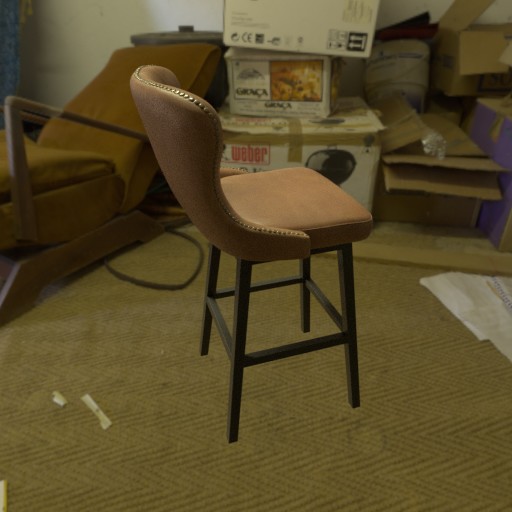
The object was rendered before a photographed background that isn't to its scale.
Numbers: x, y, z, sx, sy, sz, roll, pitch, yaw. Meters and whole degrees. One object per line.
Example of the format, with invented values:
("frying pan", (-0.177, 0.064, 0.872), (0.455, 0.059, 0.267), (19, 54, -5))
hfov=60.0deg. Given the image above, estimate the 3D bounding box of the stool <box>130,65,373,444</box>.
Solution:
("stool", (0.000, 0.000, 1.340), (0.601, 1.050, 0.528), (-9, 31, -16))
